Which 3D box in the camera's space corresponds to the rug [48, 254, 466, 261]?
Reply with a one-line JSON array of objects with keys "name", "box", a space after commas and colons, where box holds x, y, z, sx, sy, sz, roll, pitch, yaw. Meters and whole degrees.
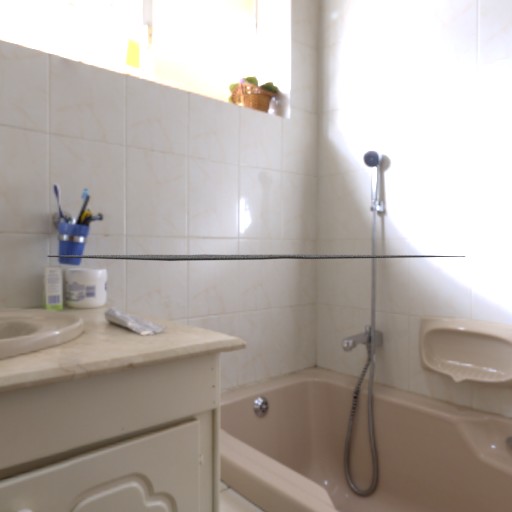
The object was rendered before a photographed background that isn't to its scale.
[{"name": "rug", "box": [0.000, 0.000, 4.136, 3.068, 0.021, 2.456, 0, 1, -38]}]
